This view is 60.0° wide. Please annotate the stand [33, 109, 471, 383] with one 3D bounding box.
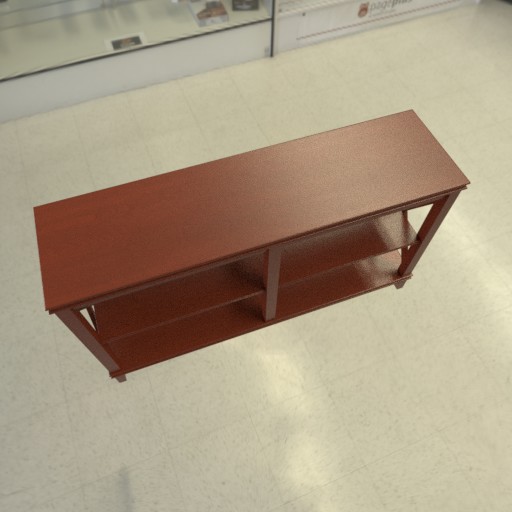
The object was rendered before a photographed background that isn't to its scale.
[{"bbox_3d":[0.000,0.000,1.760,1.372,0.762,0.381,-17,60,-10],"label":"stand"}]
